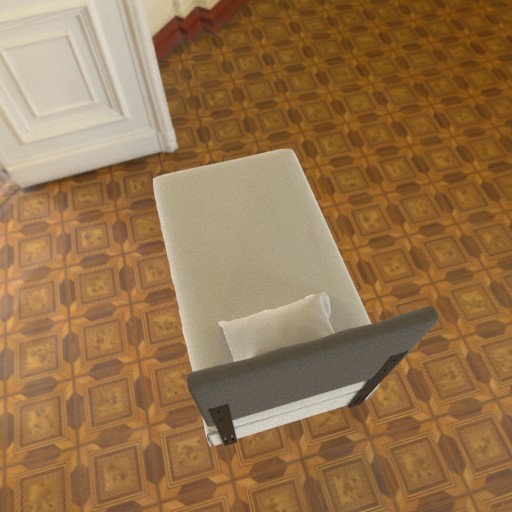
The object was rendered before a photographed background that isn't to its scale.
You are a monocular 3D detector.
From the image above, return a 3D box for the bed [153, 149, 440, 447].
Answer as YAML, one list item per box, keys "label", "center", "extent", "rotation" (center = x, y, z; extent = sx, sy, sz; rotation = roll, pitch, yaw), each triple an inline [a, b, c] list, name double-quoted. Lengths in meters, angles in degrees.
- label: "bed"
  center: [0.000, 0.000, 3.013]
  extent: [1.261, 1.571, 1.997]
  rotation: [-14, 60, -8]
